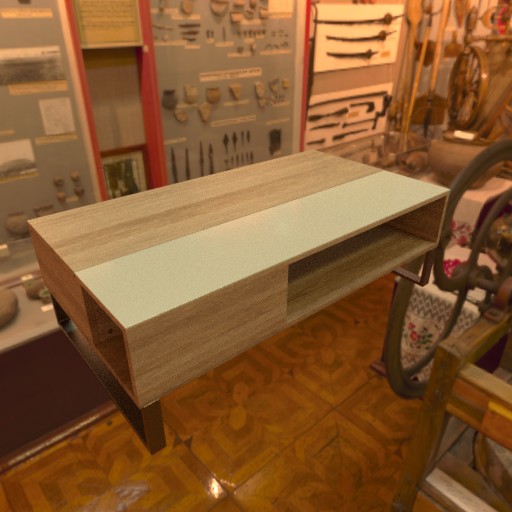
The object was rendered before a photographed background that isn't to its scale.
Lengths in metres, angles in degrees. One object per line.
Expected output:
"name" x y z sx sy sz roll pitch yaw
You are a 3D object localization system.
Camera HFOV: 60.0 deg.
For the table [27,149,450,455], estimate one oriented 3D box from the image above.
"table" 0.000 0.000 1.378 1.100 0.350 0.600 -22 36 -34
